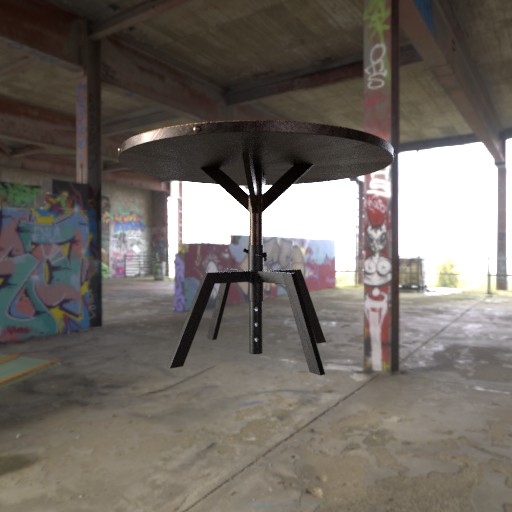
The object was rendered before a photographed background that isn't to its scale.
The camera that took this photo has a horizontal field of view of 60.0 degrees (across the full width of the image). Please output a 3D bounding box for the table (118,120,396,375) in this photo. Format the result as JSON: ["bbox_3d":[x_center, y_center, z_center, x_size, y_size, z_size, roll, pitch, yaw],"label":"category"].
[{"bbox_3d":[0.000,0.000,1.495,0.885,0.658,0.885,0,1,0],"label":"table"}]
